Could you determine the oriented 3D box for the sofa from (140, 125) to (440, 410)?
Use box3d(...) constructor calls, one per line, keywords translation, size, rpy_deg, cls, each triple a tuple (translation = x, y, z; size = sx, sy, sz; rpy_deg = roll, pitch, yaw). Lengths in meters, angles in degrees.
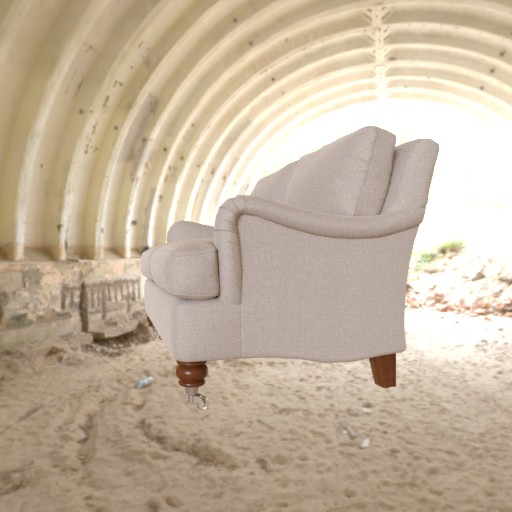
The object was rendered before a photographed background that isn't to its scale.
box3d(translation=(0.000, 0.000, 2.268), size=(1.087, 1.048, 1.508), rpy_deg=(0, 0, -18), cls="sofa")
